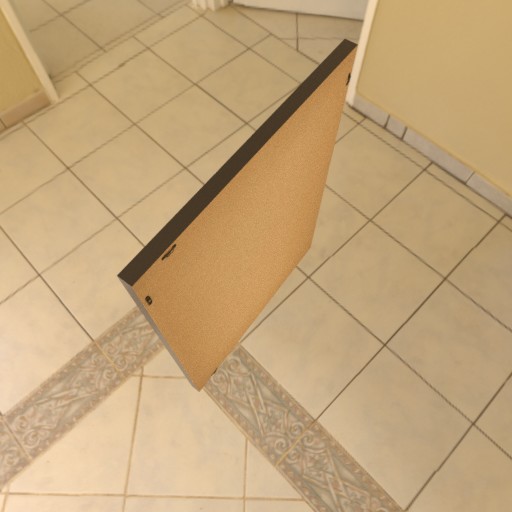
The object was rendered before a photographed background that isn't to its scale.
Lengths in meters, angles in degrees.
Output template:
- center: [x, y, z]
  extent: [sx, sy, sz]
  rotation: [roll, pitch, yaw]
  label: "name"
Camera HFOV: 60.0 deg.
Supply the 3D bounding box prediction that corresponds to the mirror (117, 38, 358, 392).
- center: [0.000, 0.000, 1.355]
  extent: [0.041, 1.016, 0.762]
  rotation: [33, 68, 16]
  label: "mirror"
